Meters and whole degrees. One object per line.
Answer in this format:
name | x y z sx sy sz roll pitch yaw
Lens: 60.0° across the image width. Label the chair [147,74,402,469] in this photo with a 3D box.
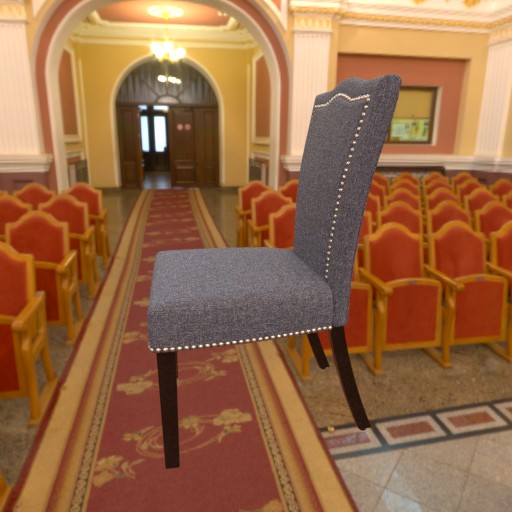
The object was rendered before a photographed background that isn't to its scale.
chair | 0.000 0.000 1.247 0.589 0.946 0.518 -3 15 -10
